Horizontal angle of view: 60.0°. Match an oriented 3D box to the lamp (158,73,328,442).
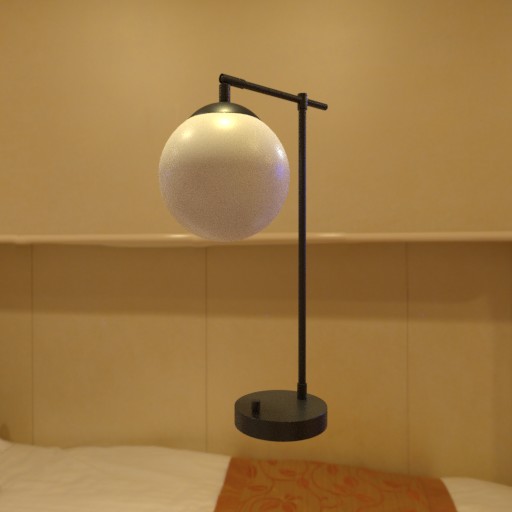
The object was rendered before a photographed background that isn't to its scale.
[{"bbox_3d":[0.000,0.000,0.710,0.316,0.559,0.197,0,1,-37],"label":"lamp"}]
